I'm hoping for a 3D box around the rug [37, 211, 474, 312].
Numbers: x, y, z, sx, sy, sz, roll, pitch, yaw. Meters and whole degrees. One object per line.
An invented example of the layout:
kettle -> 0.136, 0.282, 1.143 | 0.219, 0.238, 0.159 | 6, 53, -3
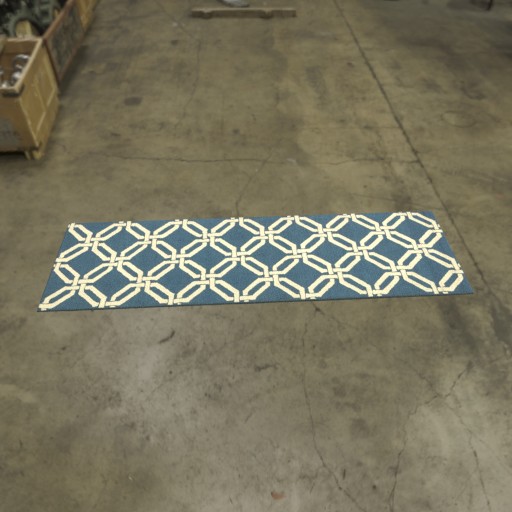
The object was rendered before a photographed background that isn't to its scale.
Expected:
rug -> 0.000, 0.000, 2.539 | 2.276, 0.014, 0.678 | -2, 46, -2
